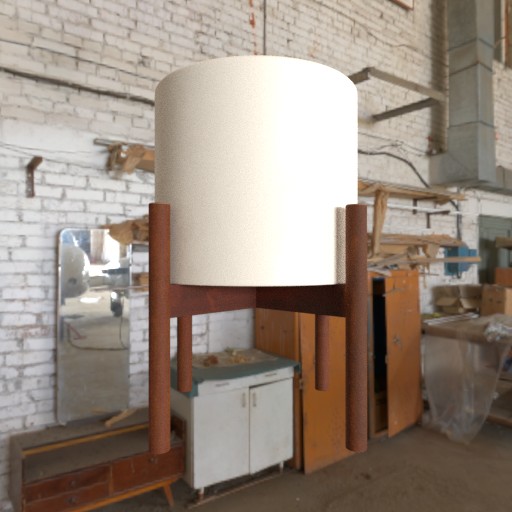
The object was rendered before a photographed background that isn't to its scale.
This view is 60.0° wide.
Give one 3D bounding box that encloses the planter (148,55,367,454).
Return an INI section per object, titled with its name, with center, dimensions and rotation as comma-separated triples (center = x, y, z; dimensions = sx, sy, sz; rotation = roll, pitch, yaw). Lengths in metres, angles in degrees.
[planter]
center = 0.000, 0.000, 0.502
dimensions = 0.224, 0.358, 0.224
rotation = 0, 0, -1
